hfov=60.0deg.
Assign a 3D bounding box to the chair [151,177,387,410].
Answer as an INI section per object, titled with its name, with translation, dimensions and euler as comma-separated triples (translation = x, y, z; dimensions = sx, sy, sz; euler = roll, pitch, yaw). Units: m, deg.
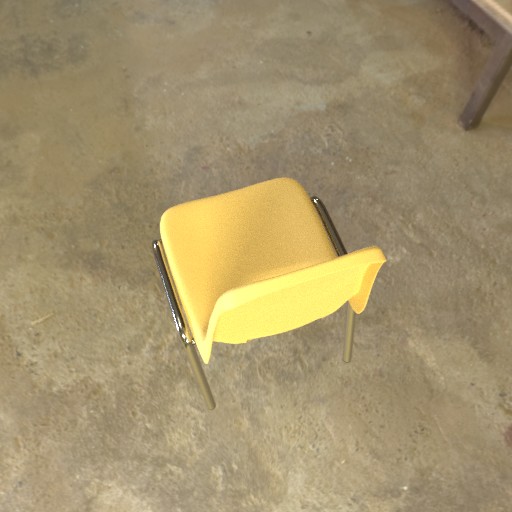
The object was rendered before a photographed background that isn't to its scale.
[chair]
translation = 0.000, 0.000, 0.802
dimensions = 0.354, 0.536, 0.385
euler = -16, 61, -9
